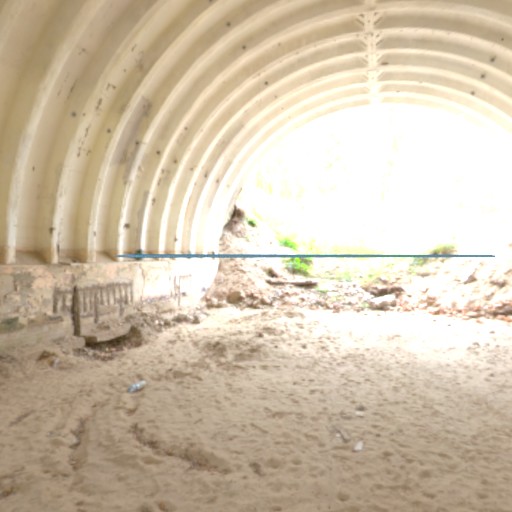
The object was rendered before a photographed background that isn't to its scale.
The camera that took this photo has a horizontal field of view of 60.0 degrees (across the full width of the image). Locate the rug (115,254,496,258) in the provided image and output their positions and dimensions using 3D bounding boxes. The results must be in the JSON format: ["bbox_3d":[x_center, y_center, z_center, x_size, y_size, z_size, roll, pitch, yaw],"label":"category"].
[{"bbox_3d":[0.000,0.000,3.962,2.350,0.018,2.964,0,0,-19],"label":"rug"}]
